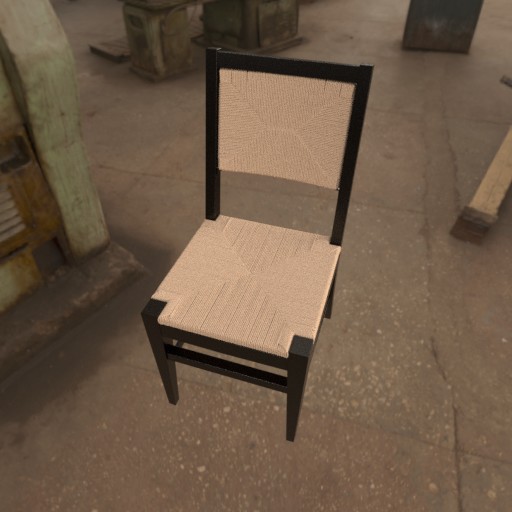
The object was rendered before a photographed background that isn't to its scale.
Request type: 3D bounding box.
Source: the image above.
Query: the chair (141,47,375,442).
[{"bbox_3d":[0.000,0.000,1.243,0.437,0.927,0.552,12,43,13],"label":"chair"}]
